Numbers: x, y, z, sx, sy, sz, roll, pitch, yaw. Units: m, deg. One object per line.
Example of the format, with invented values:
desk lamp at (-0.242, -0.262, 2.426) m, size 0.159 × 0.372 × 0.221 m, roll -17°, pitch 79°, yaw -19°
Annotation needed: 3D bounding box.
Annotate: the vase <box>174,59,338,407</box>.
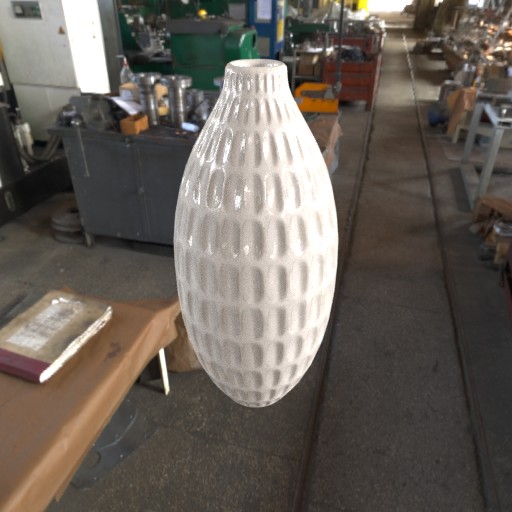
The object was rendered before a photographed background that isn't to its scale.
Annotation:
vase at (0.000, 0.000, 0.350) m, size 0.127 × 0.282 × 0.127 m, roll 0°, pitch 31°, yaw 0°
